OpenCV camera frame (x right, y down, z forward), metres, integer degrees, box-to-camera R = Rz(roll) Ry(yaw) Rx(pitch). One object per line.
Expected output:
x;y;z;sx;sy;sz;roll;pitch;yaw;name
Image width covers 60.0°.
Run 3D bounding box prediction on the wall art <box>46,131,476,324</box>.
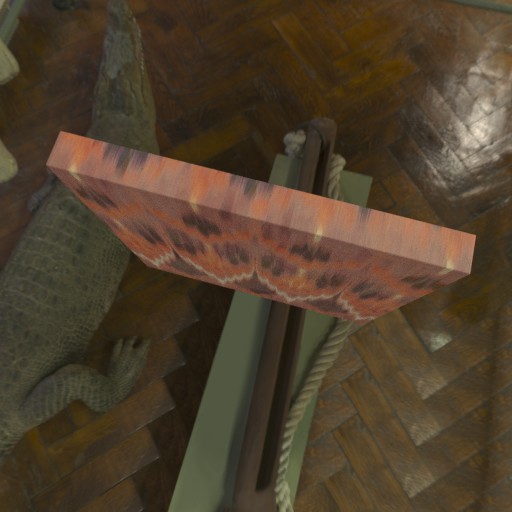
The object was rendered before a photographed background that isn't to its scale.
0.000;0.000;0.606;0.403;0.406;0.038;15;76;4;wall art
